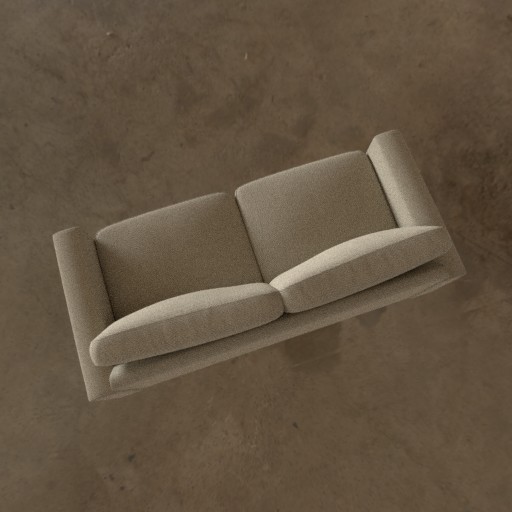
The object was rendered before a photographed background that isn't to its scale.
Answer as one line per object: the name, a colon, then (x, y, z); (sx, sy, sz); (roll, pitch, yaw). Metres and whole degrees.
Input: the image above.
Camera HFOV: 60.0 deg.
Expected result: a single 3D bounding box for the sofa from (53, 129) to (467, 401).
sofa: (0.000, 0.000, 2.641); (2.179, 0.873, 1.016); (-18, 75, -5)
